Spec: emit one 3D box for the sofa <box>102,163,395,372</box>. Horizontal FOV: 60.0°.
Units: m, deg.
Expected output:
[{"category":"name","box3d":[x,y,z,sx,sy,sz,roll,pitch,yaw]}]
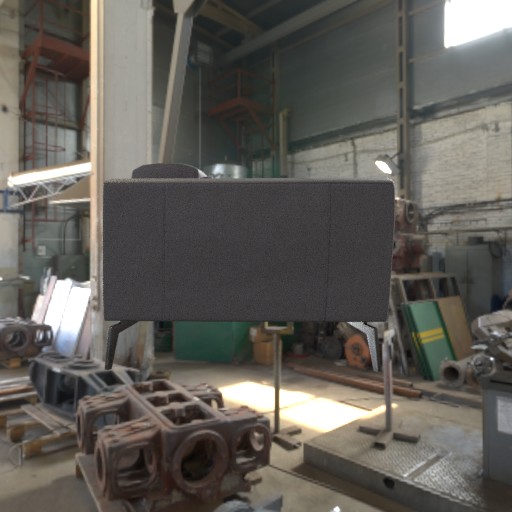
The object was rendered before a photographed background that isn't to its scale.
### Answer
[{"category":"sofa","box3d":[0.000,0.000,2.397,1.003,0.779,1.895,0,0,2]}]
